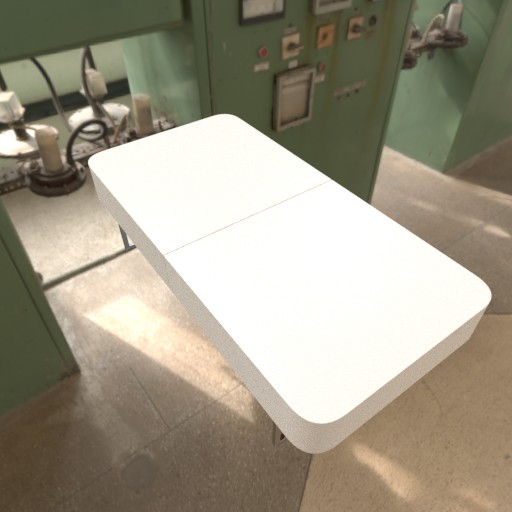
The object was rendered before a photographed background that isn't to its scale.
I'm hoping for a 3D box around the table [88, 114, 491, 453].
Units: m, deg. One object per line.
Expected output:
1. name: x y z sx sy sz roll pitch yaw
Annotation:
1. table: 0.000 0.000 1.408 0.600 0.340 1.200 -27 50 -25
